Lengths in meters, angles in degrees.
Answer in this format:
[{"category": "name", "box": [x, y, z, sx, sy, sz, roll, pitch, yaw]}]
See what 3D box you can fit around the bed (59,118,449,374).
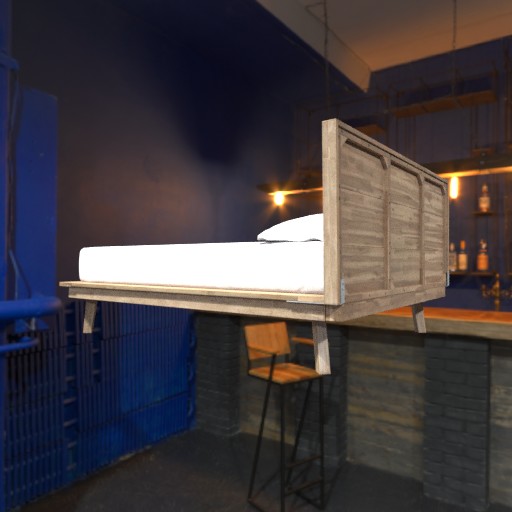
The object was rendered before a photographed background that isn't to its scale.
[{"category": "bed", "box": [0.000, 0.000, 3.105, 2.145, 1.071, 1.759, 0, -1, 37]}]
